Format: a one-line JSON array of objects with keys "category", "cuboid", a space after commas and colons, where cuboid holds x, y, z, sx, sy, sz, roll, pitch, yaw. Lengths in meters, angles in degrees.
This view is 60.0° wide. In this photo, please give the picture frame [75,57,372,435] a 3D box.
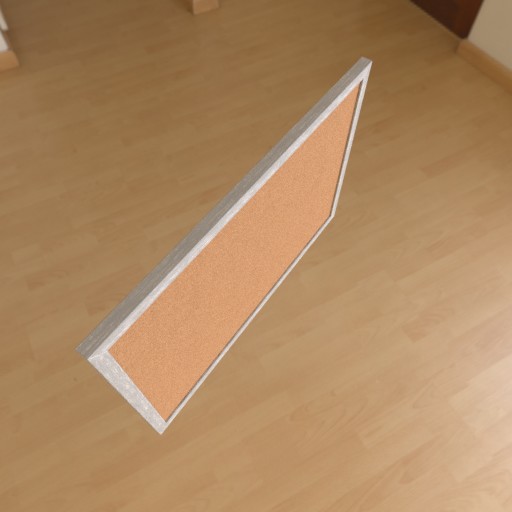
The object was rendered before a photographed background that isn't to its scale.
[{"category": "picture frame", "cuboid": [0.000, 0.000, 1.181, 0.029, 0.640, 0.950, 32, 63, 18]}]
